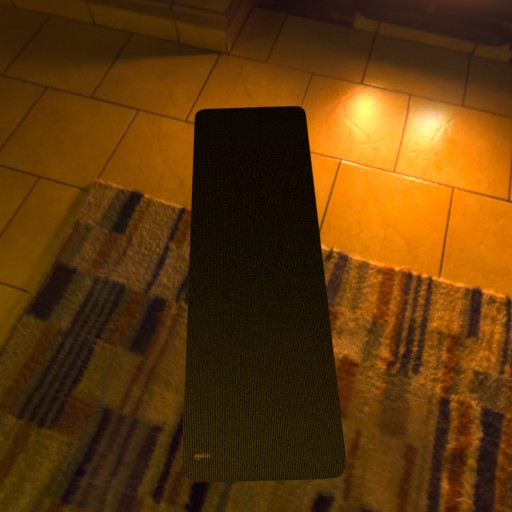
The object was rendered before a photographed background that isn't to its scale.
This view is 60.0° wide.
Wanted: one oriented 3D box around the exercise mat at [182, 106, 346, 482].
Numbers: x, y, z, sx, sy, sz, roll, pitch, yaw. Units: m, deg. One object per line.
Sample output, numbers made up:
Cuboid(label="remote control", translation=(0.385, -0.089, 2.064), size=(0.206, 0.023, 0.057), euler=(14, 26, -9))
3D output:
Cuboid(label="exercise mat", translation=(0.000, 0.000, 2.061), size=(0.616, 0.021, 1.869), euler=(-2, 63, -1))
